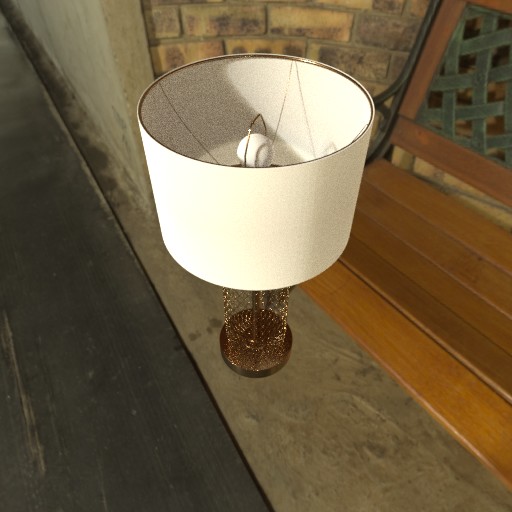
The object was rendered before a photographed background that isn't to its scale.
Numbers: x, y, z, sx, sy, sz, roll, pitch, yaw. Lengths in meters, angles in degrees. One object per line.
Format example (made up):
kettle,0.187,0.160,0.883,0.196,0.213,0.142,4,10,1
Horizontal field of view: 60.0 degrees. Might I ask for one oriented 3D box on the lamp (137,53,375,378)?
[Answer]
lamp,0.000,0.000,0.651,0.252,0.483,0.252,16,48,15
